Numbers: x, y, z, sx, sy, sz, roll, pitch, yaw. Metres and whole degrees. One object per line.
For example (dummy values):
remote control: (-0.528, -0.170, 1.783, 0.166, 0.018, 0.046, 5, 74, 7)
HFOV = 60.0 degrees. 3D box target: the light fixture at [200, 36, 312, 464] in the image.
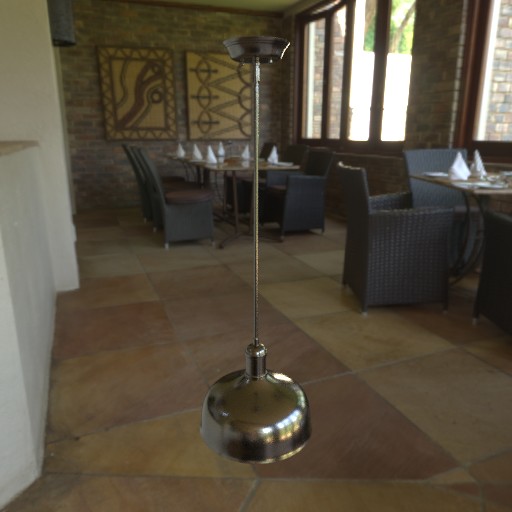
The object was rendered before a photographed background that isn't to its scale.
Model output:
light fixture: (0.000, 0.000, 1.065, 0.299, 0.935, 0.299, 8, 17, 26)
